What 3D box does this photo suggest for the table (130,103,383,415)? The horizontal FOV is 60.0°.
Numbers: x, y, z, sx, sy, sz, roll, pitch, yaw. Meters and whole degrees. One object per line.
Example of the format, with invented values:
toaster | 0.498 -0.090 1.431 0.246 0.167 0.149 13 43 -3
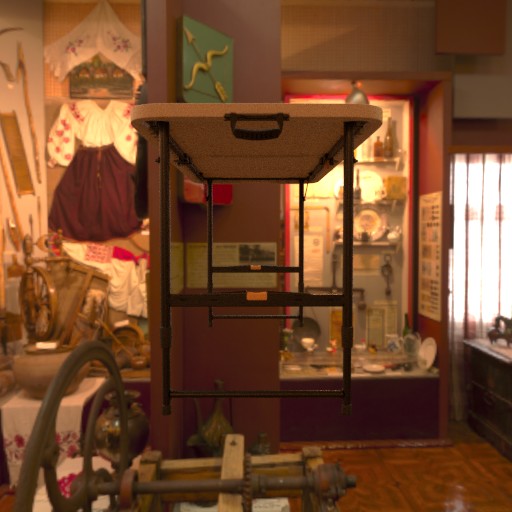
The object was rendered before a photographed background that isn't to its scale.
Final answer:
table | 0.000 0.000 1.606 0.611 0.737 1.245 0 2 0
